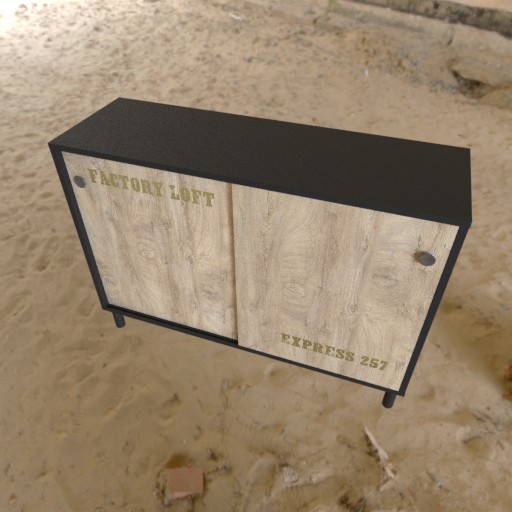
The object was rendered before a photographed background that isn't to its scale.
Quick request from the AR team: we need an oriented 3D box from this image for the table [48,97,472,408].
[{"bbox_3d":[0.000,0.000,1.594,1.200,0.855,0.400,13,42,15],"label":"table"}]
